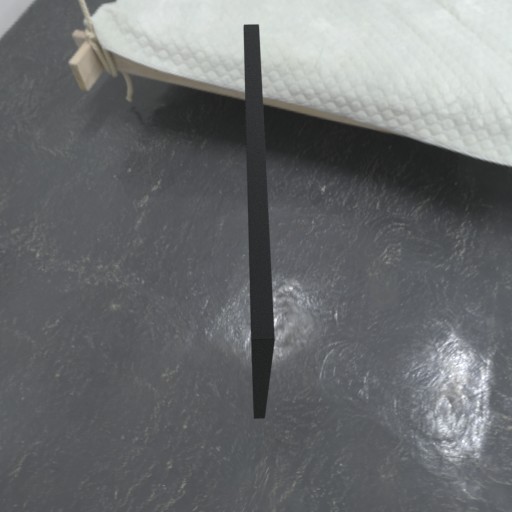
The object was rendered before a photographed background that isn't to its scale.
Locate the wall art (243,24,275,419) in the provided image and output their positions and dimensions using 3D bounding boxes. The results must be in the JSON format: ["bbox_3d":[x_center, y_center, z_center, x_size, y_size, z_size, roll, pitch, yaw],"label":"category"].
[{"bbox_3d":[0.000,0.000,0.716,0.021,0.508,0.432,-1,62,-1],"label":"wall art"}]
